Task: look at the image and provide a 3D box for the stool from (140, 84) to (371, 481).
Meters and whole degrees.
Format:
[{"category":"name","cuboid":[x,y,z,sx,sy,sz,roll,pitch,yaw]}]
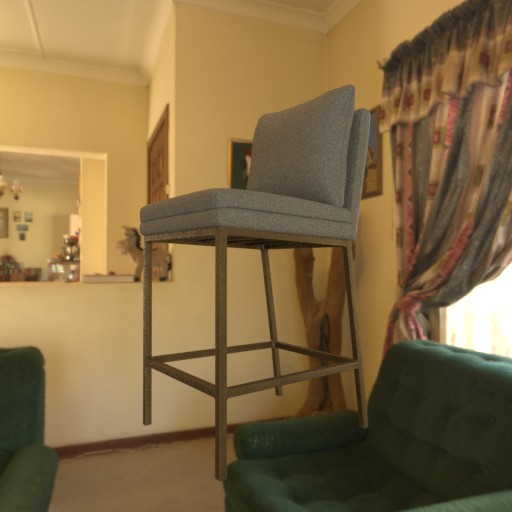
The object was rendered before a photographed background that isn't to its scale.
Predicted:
[{"category":"stool","cuboid":[0.000,0.000,1.348,0.569,1.030,0.463,1,-1,-37]}]
